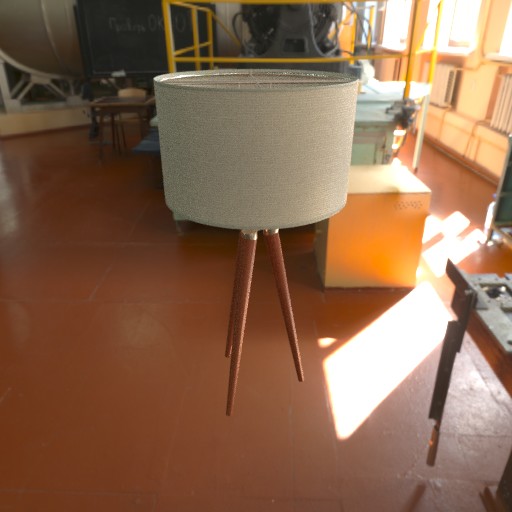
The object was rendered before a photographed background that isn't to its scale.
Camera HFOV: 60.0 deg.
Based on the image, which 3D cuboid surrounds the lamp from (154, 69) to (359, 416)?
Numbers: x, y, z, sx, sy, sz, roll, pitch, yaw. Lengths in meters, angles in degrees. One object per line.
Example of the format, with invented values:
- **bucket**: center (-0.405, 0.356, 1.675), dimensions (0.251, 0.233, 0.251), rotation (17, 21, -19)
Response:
- **lamp**: center (0.000, 0.000, 0.942), dimensions (0.355, 0.709, 0.354), rotation (18, 32, 32)
